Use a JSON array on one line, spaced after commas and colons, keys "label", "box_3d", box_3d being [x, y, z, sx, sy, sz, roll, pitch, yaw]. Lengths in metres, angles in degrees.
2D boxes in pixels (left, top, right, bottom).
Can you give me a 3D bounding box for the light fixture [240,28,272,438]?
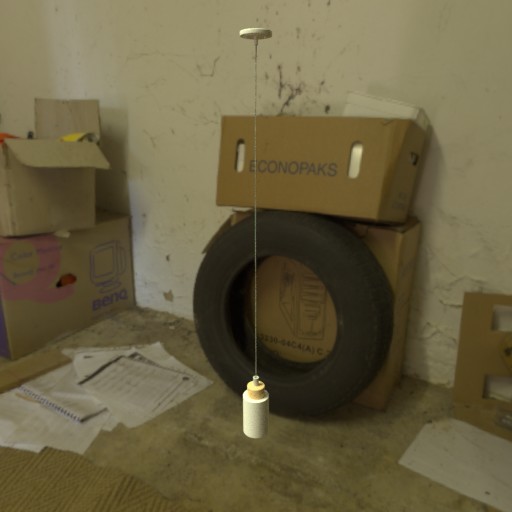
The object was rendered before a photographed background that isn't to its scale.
[{"label": "light fixture", "box_3d": [0.000, 0.000, 1.956, 0.125, 1.798, 0.125, 2, 16, 8]}]
